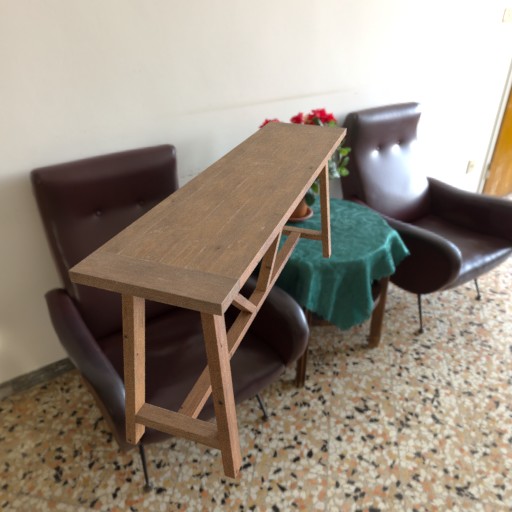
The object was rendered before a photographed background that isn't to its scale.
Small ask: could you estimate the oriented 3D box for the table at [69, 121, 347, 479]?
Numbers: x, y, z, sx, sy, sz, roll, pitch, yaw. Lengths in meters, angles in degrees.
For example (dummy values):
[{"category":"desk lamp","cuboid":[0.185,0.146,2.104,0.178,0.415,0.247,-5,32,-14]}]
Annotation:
[{"category":"table","cuboid":[0.000,0.000,2.103,0.465,0.810,1.800,10,32,17]}]
